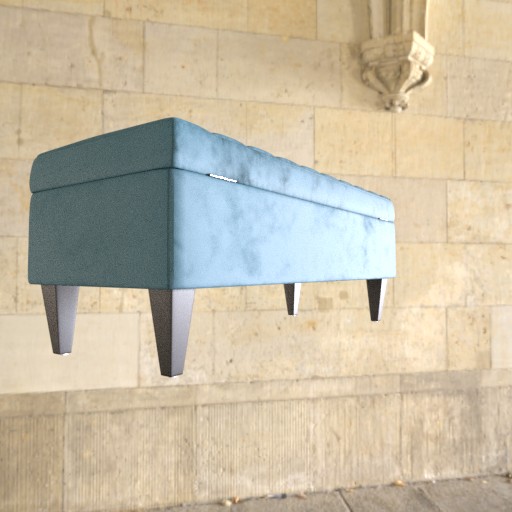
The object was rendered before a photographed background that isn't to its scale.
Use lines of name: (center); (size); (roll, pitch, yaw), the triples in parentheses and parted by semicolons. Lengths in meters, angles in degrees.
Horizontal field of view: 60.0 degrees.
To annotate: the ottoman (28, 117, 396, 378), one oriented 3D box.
ottoman: (0.000, 0.000, 1.334); (0.482, 0.469, 1.151); (-1, -2, 36)
